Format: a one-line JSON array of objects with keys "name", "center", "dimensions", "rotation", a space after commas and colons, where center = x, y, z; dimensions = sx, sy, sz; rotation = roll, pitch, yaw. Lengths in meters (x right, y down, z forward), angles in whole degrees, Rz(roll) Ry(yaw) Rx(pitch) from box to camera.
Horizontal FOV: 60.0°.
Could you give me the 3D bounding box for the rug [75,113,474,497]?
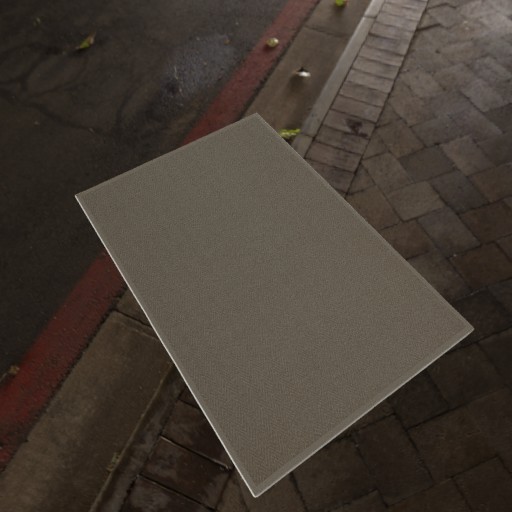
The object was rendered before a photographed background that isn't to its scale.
[{"name": "rug", "center": [0.000, 0.000, 2.820], "dimensions": [1.532, 0.017, 2.244], "rotation": [-30, 62, -17]}]
